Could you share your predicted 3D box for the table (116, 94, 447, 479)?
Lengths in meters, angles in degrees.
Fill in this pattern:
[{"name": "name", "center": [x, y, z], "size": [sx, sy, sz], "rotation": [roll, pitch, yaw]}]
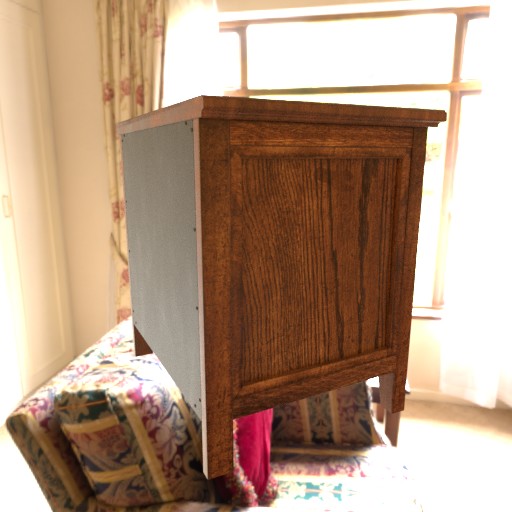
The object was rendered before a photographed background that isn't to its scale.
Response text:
[{"name": "table", "center": [0.000, 0.000, 0.995], "size": [0.461, 0.597, 0.586], "rotation": [-7, 14, -27]}]
